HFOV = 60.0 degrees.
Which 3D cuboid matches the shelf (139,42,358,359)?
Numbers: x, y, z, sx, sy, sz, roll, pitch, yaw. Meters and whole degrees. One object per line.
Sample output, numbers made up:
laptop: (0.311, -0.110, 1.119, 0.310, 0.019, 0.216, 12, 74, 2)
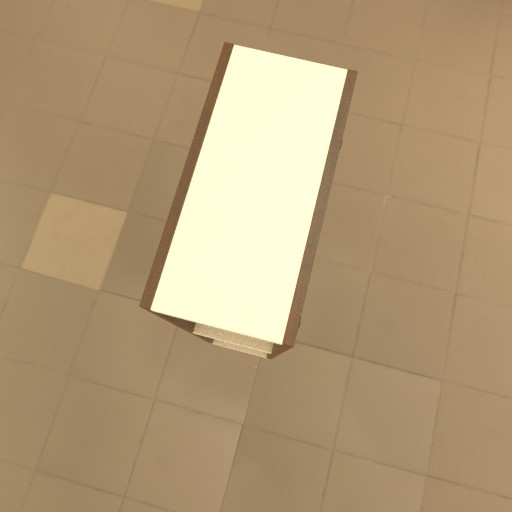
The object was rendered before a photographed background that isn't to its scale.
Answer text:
shelf: (0.000, 0.000, 0.721, 0.147, 0.600, 0.290, 14, 76, 3)
